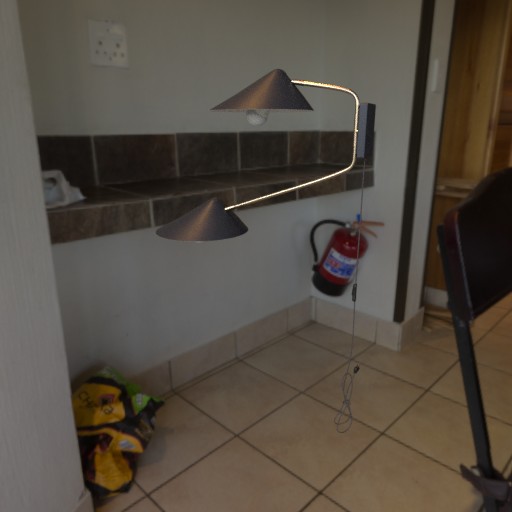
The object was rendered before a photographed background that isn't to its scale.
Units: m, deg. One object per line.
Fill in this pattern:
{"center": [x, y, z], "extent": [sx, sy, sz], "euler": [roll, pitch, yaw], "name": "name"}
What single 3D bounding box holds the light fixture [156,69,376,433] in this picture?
{"center": [0.000, 0.000, 0.855], "extent": [0.422, 0.665, 0.189], "euler": [8, 18, 25], "name": "light fixture"}
